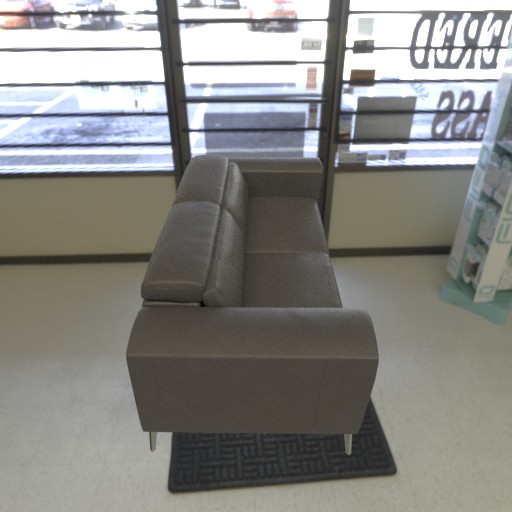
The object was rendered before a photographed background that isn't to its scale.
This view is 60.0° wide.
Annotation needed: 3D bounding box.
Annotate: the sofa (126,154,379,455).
[{"bbox_3d":[0.000,0.000,2.867,1.048,0.814,2.330,0,32,1],"label":"sofa"}]
